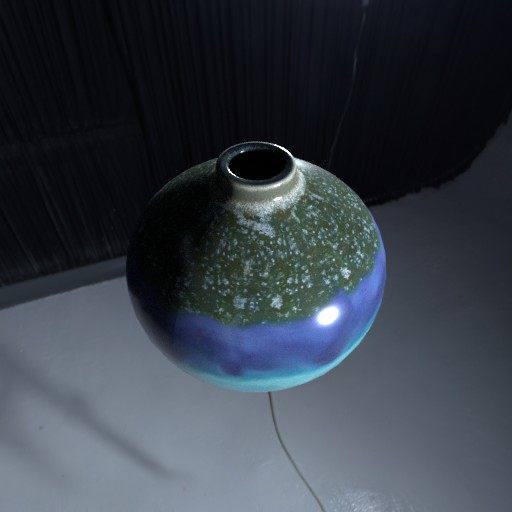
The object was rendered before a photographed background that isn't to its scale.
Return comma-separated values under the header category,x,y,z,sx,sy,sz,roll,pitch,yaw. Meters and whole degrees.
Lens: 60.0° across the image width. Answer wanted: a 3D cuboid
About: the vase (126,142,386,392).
category,x,y,z,sx,sy,sz,roll,pitch,yaw
vase,0.000,0.000,0.266,0.154,0.133,0.154,0,46,0
